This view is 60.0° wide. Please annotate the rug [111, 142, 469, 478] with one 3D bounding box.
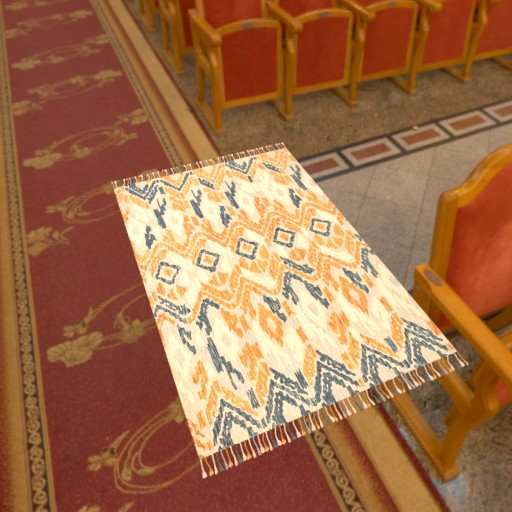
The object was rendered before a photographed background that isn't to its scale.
[{"bbox_3d":[0.000,0.000,2.999,1.533,0.010,2.428,-17,48,-15],"label":"rug"}]
